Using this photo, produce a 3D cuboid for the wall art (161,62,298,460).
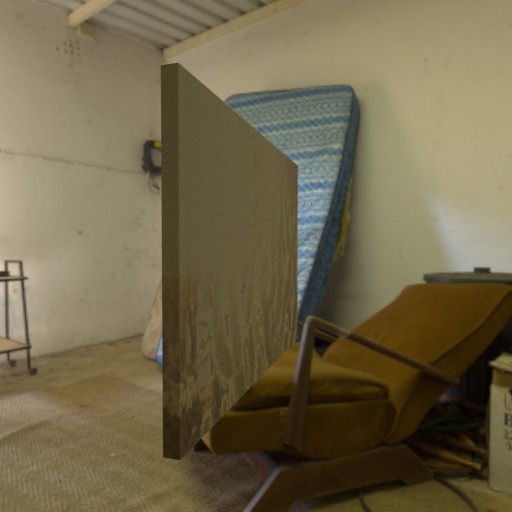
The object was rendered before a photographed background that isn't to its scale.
[{"bbox_3d":[0.000,0.000,1.394,0.041,0.758,1.142,0,2,17],"label":"wall art"}]
